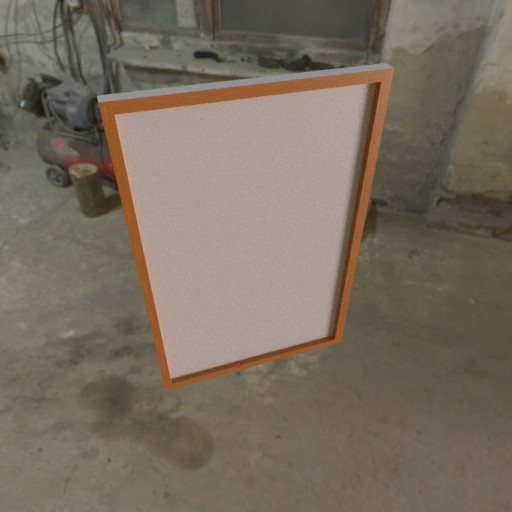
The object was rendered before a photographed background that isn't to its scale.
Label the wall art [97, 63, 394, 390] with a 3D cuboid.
[{"bbox_3d":[0.000,0.000,1.179,0.610,0.916,0.037,-12,42,-14],"label":"wall art"}]
